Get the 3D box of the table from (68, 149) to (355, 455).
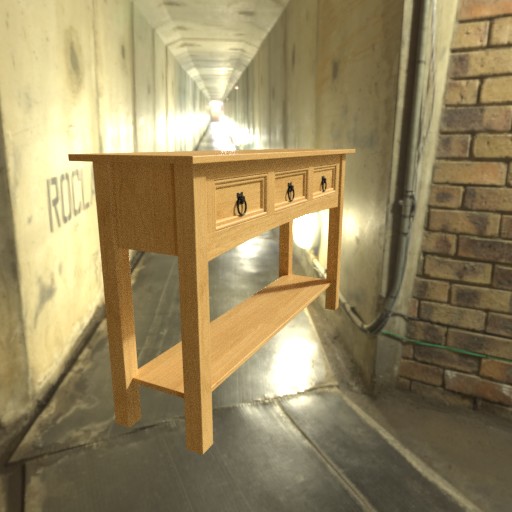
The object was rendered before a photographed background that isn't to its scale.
[{"bbox_3d":[0.000,0.000,1.578,0.350,0.730,1.240,7,16,26],"label":"table"}]
